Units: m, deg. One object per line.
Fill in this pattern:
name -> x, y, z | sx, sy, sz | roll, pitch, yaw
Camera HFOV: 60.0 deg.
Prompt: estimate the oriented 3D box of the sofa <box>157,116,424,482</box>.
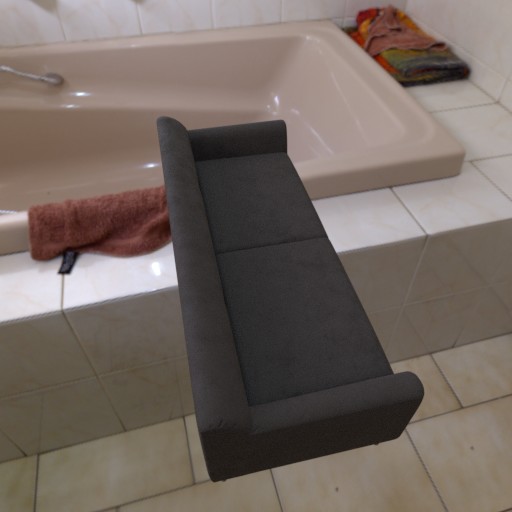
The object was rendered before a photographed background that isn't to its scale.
sofa -> 0.000, 0.000, 2.562 | 0.900, 0.740, 2.190 | -9, 47, -9
